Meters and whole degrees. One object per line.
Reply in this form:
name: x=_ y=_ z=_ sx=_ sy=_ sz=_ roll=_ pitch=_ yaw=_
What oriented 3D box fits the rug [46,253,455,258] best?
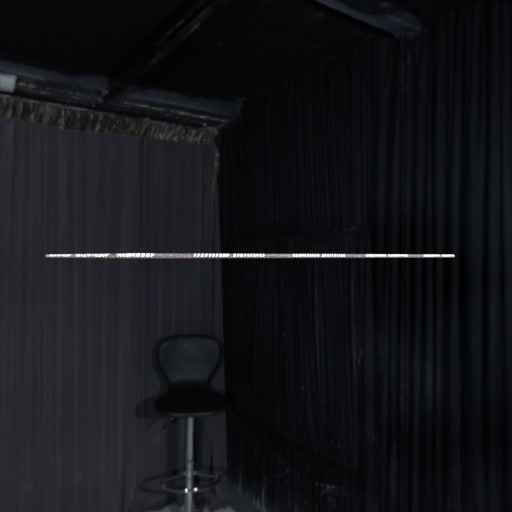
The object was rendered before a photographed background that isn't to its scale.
rug: x=0.000 y=0.000 z=2.367 sx=1.833 sy=0.016 sz=1.210 roll=0 pitch=0 yaw=-37
